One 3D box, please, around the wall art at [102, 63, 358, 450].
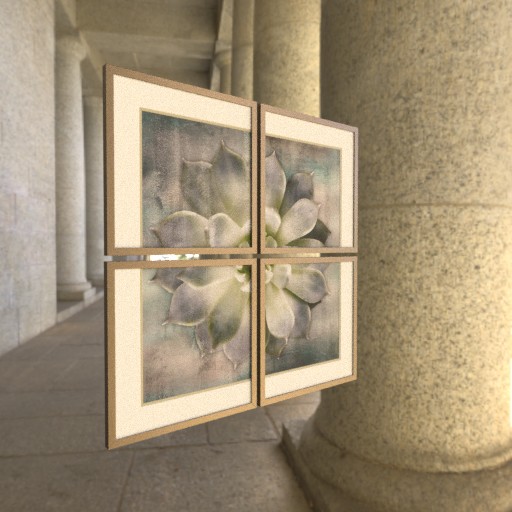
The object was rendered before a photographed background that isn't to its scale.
[{"bbox_3d":[0.000,0.000,1.511,1.032,1.032,0.030,-1,2,-38],"label":"wall art"}]
